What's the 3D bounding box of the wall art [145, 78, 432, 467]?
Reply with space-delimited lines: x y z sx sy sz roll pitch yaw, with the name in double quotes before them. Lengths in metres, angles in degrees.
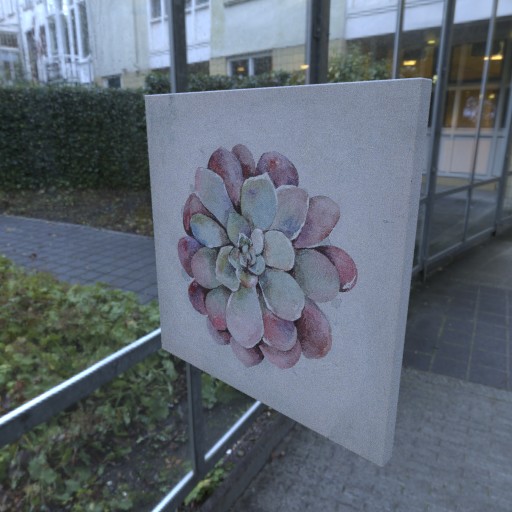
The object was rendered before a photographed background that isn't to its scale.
"wall art" 0.000 0.000 0.859 0.605 0.605 0.044 15 22 40
